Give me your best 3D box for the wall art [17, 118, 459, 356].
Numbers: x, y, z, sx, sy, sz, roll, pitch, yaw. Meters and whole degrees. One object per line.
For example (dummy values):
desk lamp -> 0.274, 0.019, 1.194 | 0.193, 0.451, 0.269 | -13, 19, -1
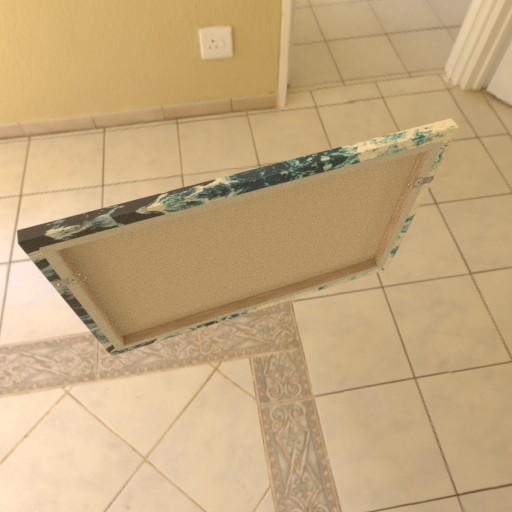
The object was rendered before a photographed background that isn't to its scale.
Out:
wall art -> 0.000, 0.000, 1.895 | 1.524, 1.017, 0.055 | -16, 60, -10
